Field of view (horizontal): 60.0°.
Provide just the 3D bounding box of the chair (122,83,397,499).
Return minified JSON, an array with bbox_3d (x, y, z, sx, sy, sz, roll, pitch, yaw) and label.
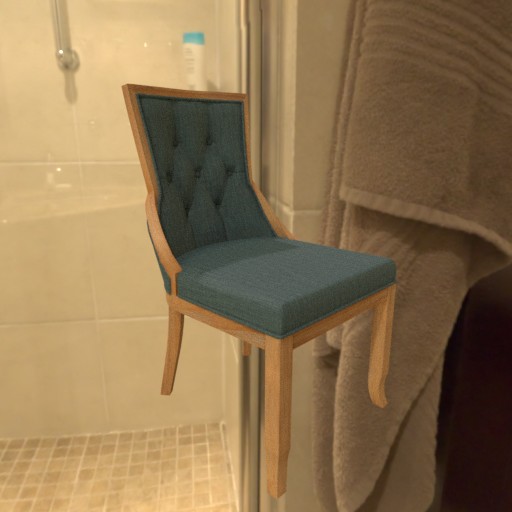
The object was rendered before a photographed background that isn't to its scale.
[{"bbox_3d":[0.000,0.000,1.294,0.641,0.947,0.524,15,21,42],"label":"chair"}]
